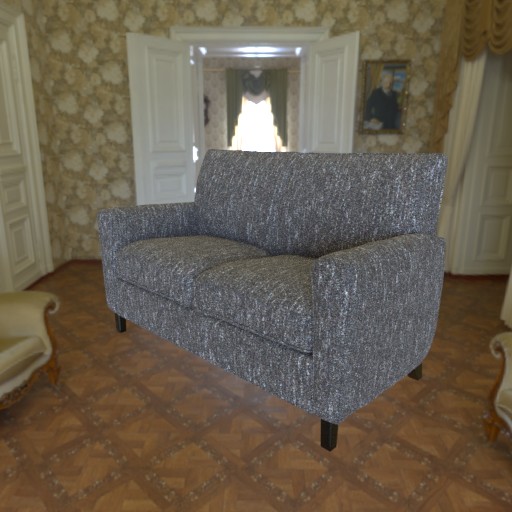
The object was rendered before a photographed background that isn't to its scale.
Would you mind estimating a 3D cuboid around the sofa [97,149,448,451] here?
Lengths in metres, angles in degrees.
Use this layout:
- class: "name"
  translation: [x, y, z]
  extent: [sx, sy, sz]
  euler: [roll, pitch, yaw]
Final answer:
- class: "sofa"
  translation: [0.000, 0.000, 2.053]
  extent: [1.519, 0.946, 0.801]
  euler: [13, 19, 43]
